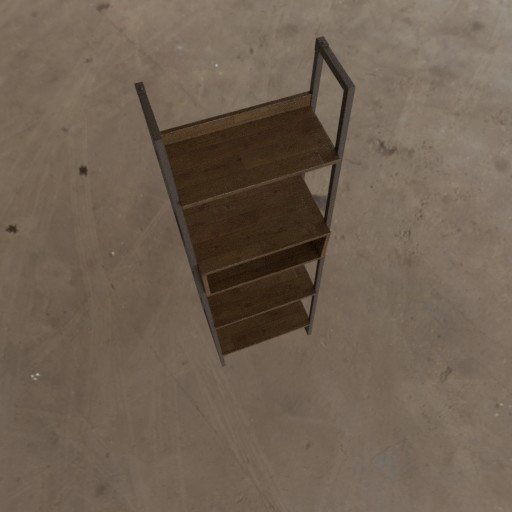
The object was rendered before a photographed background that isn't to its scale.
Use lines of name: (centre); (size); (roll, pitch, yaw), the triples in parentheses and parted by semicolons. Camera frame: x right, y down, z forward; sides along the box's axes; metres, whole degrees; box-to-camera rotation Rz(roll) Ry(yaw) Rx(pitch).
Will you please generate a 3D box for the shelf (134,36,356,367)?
shelf: (0.000, 0.000, 2.240); (0.652, 2.005, 0.454); (-18, 64, -9)
